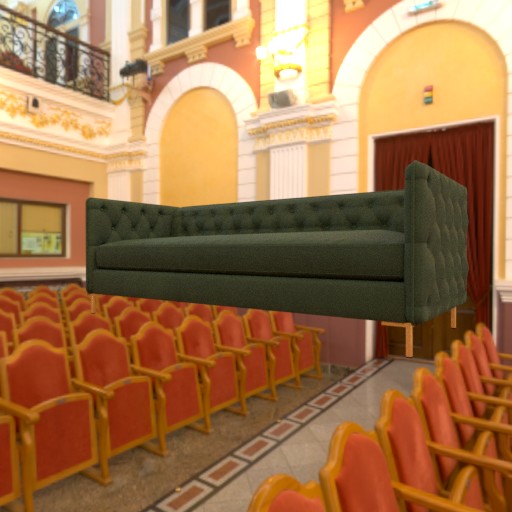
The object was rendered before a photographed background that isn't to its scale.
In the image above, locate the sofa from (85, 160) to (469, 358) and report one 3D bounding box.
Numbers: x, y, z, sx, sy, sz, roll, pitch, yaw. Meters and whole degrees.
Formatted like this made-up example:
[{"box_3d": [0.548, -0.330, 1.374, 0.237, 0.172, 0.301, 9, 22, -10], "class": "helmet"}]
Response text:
[{"box_3d": [0.000, 0.000, 2.651, 2.209, 0.771, 0.895, 1, 1, 36], "class": "sofa"}]
